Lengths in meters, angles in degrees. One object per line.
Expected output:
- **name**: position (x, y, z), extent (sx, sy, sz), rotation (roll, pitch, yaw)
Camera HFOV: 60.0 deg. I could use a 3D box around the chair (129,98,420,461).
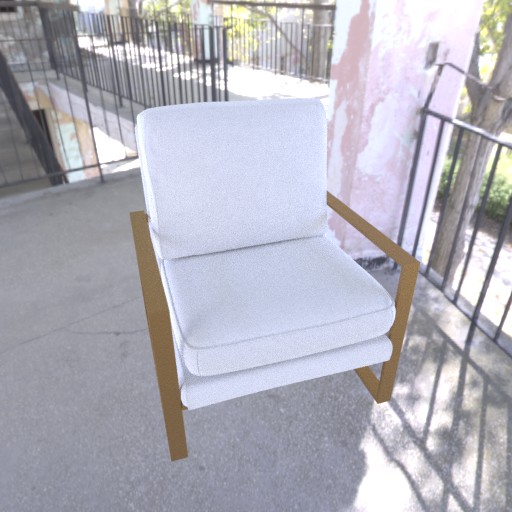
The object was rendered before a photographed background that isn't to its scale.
- **chair**: position (0.000, 0.000, 1.568), extent (0.805, 0.966, 0.813), rotation (-10, 33, -15)
